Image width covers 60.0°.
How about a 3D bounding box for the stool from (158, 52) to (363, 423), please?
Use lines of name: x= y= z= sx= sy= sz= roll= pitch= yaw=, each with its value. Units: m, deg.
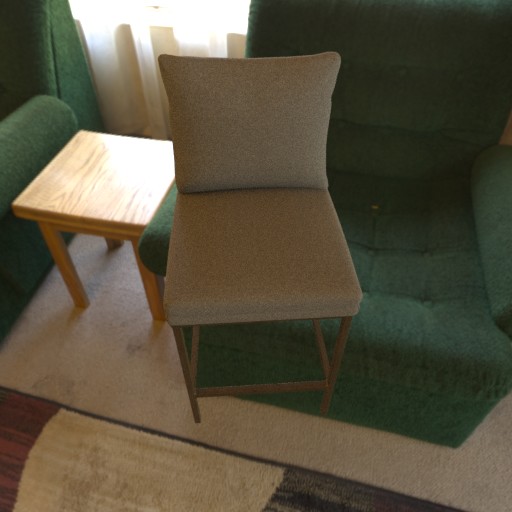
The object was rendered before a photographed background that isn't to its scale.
stool: x=0.000 y=0.000 z=1.302 sx=0.463 sy=1.030 sz=0.569 roll=-3 pitch=47 yaw=-3
